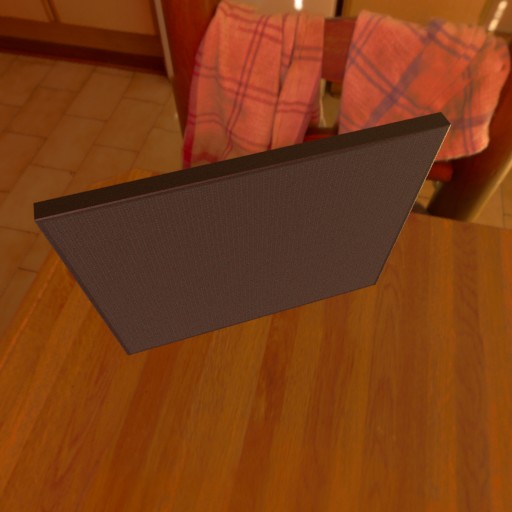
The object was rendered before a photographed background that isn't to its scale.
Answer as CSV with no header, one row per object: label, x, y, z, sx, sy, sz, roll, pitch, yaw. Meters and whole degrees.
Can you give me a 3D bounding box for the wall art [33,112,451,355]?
wall art,0.000,0.000,0.769,0.559,0.458,0.029,-15,59,-9
